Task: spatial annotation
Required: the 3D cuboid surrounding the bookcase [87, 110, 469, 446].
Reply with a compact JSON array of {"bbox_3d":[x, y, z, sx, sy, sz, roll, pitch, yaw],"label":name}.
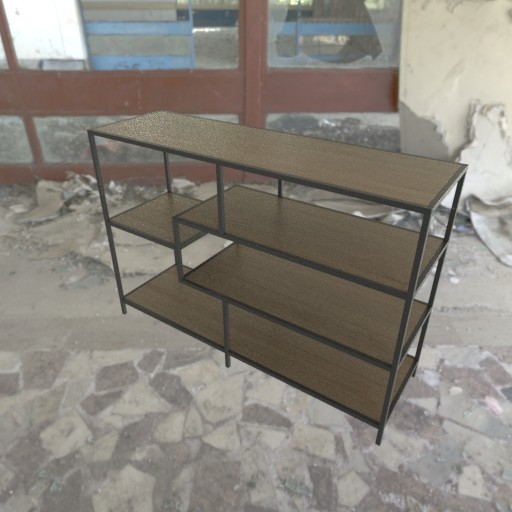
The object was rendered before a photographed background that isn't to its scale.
[{"bbox_3d":[0.000,0.000,1.536,1.140,0.780,0.350,19,36,29],"label":"bookcase"}]
